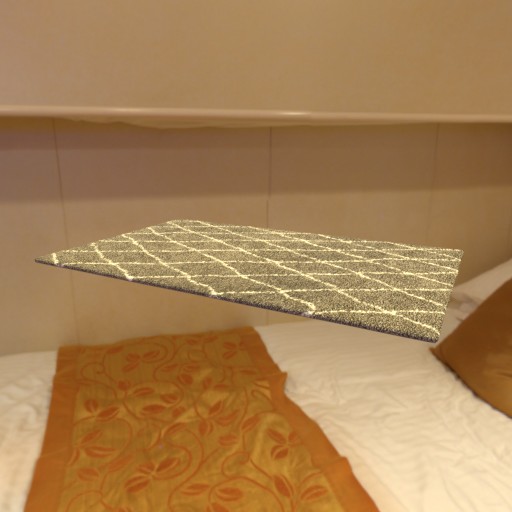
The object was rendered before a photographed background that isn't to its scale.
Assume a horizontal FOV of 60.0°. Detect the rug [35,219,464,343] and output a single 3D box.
[{"bbox_3d":[0.000,0.000,2.951,2.438,0.030,1.524,8,18,27],"label":"rug"}]
